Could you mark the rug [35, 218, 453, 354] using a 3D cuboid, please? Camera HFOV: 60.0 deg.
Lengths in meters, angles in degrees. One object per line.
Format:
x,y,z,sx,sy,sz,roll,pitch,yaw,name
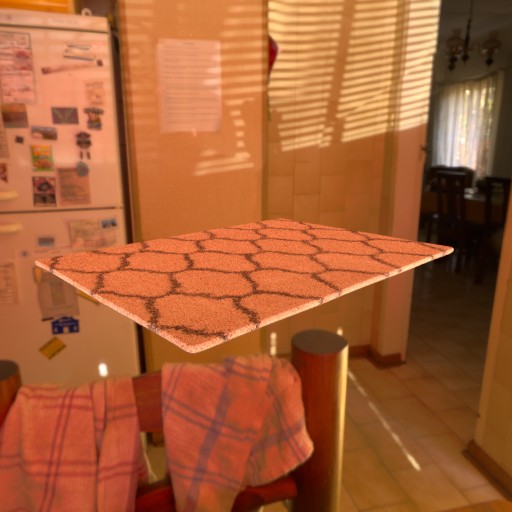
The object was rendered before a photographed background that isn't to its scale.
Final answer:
0.000,0.000,2.097,1.600,0.025,1.200,-14,20,-42,rug
